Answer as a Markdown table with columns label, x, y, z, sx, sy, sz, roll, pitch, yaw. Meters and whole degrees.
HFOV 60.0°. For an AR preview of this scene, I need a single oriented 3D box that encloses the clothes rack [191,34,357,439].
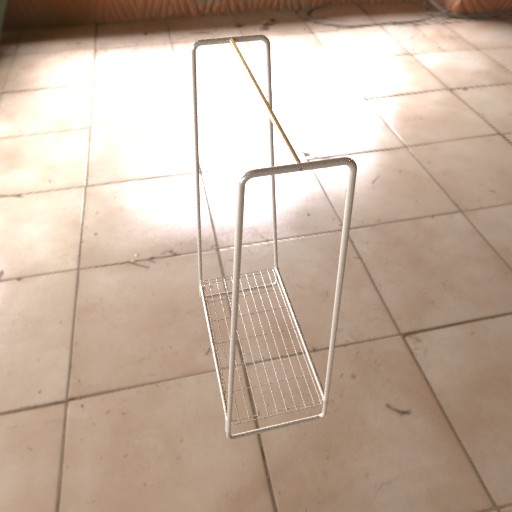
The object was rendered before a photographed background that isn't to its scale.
| label | x | y | z | sx | sy | sz | roll | pitch | yaw |
| --- | --- | --- | --- | --- | --- | --- | --- | --- | --- |
| clothes rack | 0.000 | 0.000 | 1.916 | 0.495 | 1.500 | 0.900 | -10 | 46 | -9 |
